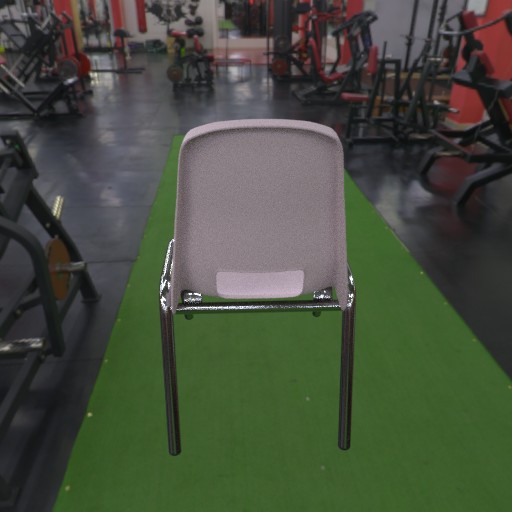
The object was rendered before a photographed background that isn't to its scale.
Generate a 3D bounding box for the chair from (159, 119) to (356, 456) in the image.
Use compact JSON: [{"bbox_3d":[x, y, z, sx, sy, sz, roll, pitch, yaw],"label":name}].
[{"bbox_3d":[0.000,0.000,0.838,0.354,0.586,0.423,-1,29,-2],"label":"chair"}]
